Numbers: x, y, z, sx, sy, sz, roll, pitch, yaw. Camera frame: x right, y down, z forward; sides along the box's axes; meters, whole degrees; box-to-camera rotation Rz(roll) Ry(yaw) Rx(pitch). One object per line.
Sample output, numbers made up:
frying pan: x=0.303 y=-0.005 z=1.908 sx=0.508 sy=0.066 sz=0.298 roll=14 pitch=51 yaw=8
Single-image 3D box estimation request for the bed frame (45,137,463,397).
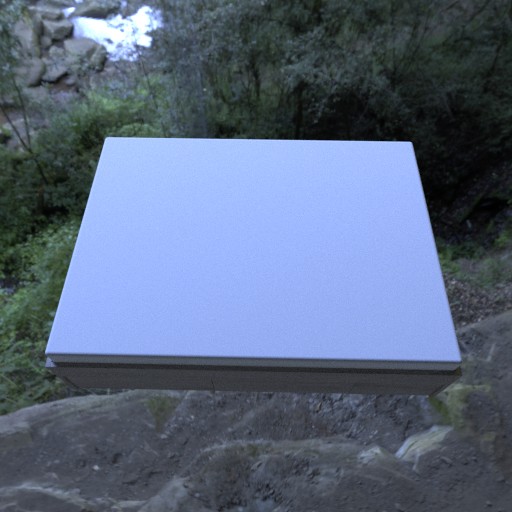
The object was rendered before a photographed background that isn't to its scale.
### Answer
bed frame: x=0.000 y=0.000 z=2.572 sx=1.944 sy=0.490 sz=1.448 roll=1 pitch=58 yaw=1
